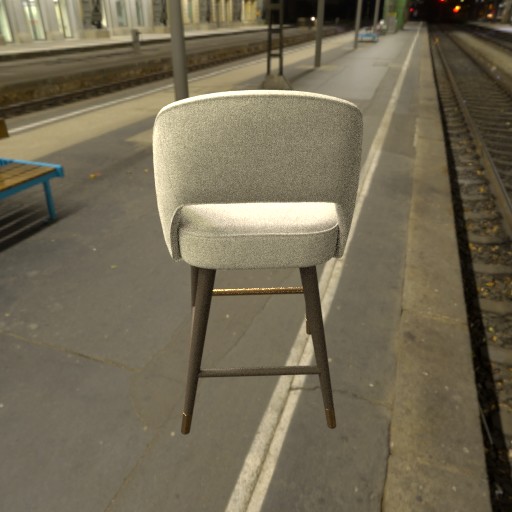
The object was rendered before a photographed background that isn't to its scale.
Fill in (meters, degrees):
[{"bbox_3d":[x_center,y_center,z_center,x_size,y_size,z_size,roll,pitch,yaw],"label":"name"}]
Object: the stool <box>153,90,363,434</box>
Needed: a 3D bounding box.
[{"bbox_3d":[0.000,0.000,1.230,0.494,0.940,0.509,-1,29,-2],"label":"stool"}]
